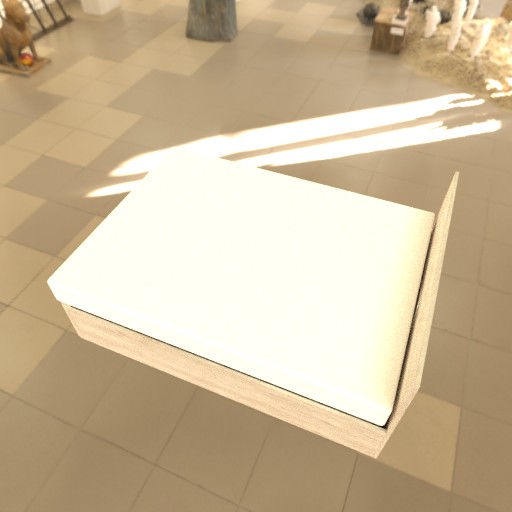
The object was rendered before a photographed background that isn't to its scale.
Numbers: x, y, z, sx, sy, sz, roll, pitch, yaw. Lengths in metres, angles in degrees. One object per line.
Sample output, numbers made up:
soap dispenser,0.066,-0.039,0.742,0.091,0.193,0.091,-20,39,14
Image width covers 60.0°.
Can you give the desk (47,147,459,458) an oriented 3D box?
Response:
desk,0.000,0.000,2.611,1.900,0.800,1.400,17,50,15
